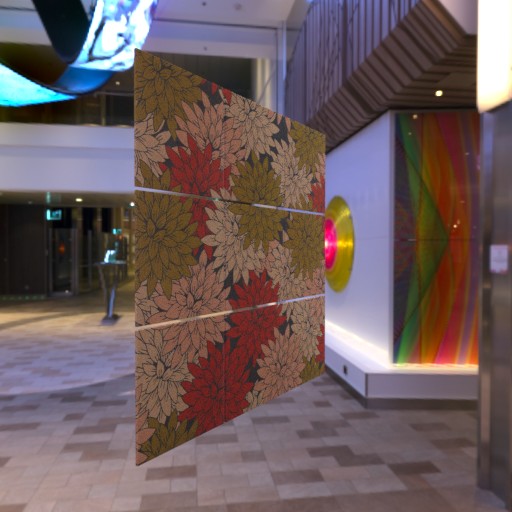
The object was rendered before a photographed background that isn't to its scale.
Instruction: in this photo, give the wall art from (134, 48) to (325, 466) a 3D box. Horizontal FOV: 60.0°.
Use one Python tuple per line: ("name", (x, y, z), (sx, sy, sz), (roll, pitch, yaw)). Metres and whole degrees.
("wall art", (0.000, 0.000, 2.244), (0.013, 1.534, 1.519), (1, 1, 35))
